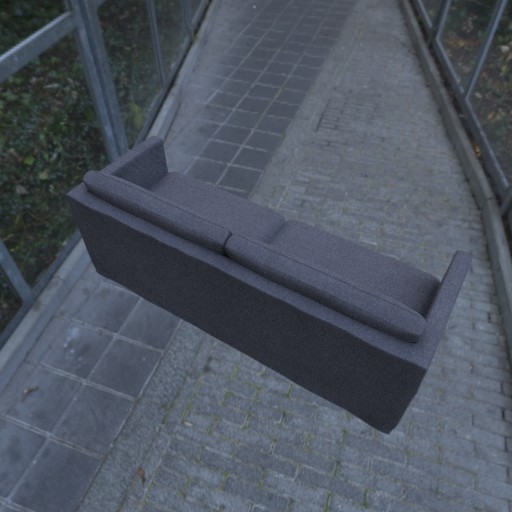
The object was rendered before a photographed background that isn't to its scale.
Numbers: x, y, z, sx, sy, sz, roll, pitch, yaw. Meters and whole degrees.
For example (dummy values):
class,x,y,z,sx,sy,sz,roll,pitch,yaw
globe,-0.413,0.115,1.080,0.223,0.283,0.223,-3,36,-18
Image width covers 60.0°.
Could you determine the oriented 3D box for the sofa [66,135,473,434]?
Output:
class,x,y,z,sx,sy,sz,roll,pitch,yaw
sofa,0.000,0.000,3.338,2.779,0.998,1.036,24,51,22
